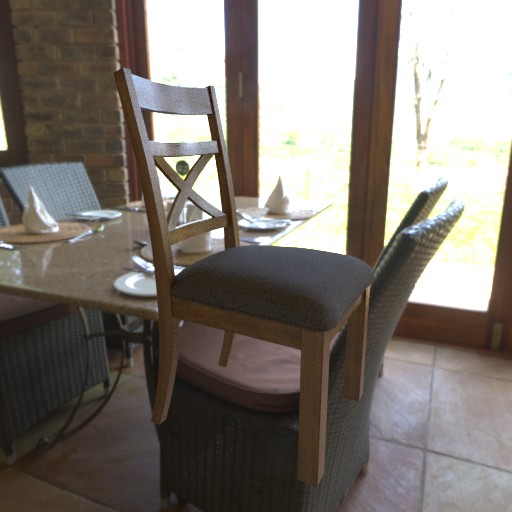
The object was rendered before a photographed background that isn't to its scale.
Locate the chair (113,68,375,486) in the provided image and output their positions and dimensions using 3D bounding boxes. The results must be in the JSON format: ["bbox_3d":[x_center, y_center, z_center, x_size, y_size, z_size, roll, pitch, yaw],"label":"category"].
[{"bbox_3d":[0.000,0.000,1.226,0.581,0.949,0.470,7,16,26],"label":"chair"}]
